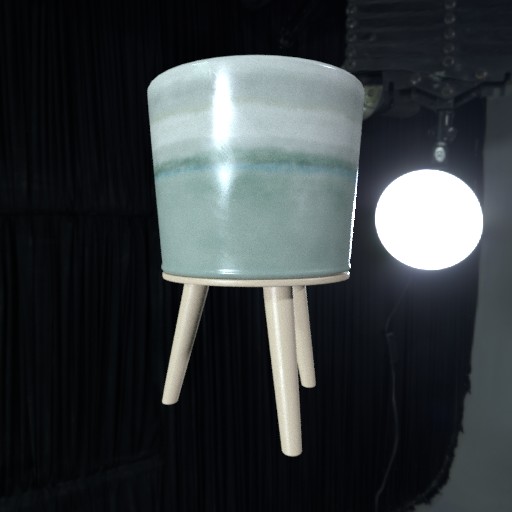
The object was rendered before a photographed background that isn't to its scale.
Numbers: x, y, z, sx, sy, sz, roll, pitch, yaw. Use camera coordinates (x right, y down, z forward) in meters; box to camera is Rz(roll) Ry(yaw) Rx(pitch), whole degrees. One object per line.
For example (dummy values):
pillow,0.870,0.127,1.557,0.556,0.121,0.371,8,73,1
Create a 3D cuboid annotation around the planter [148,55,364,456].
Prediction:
planter,0.000,0.000,0.567,0.265,0.404,0.265,-2,4,-35
